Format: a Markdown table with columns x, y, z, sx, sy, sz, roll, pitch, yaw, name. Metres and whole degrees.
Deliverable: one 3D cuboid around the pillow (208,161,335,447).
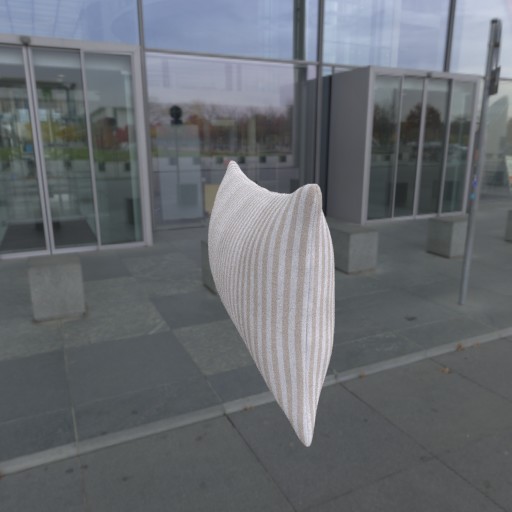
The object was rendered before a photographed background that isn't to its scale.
| x | y | z | sx | sy | sz | roll | pitch | yaw | name |
| --- | --- | --- | --- | --- | --- | --- | --- | --- | --- |
| 0.000 | 0.000 | 0.750 | 0.151 | 0.295 | 0.617 | -3 | 15 | -10 | pillow |
